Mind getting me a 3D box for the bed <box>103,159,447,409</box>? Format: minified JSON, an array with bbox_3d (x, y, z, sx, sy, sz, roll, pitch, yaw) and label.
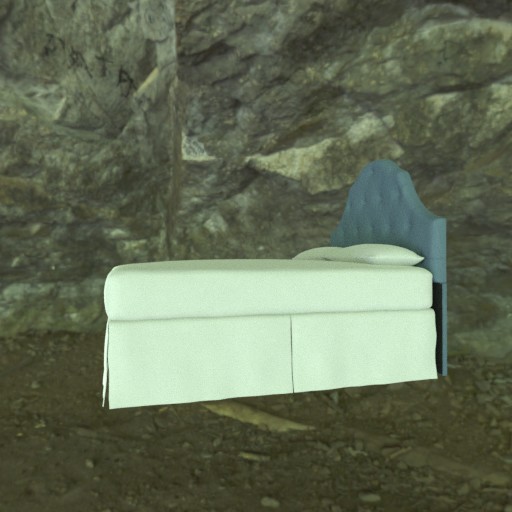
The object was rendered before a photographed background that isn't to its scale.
[{"bbox_3d":[0.000,0.000,3.320,2.155,1.575,1.636,0,-1,-17],"label":"bed"}]
